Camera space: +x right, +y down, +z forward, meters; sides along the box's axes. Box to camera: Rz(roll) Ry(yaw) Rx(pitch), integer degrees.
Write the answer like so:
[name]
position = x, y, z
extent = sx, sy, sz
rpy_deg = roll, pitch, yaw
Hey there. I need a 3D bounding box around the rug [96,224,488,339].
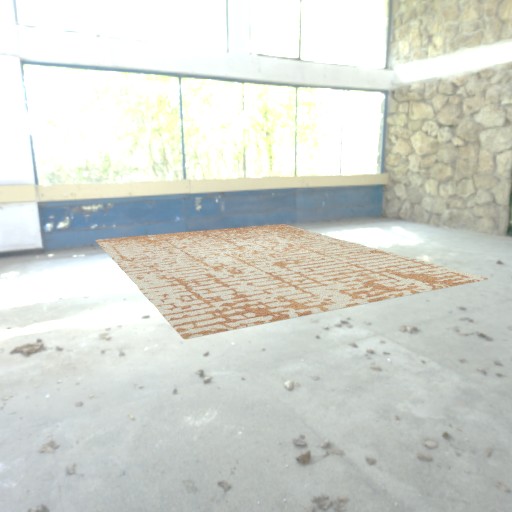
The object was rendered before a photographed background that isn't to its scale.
[rug]
position = 0.000, 0.000, 4.166
extent = 2.441, 0.011, 3.050
rpy_deg = -7, 15, -27
